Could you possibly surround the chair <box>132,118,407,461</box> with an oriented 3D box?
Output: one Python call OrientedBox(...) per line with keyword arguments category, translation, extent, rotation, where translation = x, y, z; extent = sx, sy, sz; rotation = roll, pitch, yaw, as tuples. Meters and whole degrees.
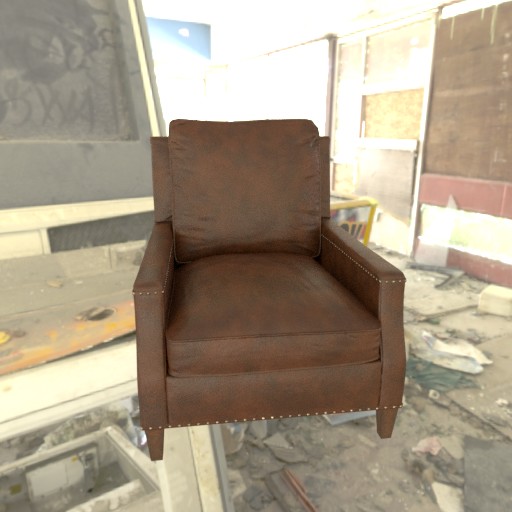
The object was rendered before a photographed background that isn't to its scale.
OrientedBox(category="chair", translation=(0.000, 0.000, 1.753), extent=(0.854, 1.054, 1.035), rotation=(-2, 16, -8))
